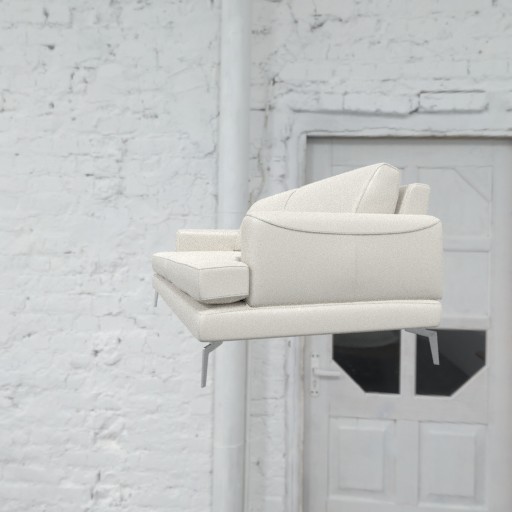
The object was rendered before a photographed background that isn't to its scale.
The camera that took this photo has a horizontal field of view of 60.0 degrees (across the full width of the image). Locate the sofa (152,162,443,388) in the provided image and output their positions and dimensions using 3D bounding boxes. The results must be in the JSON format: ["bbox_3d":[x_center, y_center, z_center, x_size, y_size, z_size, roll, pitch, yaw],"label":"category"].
[{"bbox_3d":[0.000,0.000,2.398,0.974,0.765,1.940,0,2,-17],"label":"sofa"}]
